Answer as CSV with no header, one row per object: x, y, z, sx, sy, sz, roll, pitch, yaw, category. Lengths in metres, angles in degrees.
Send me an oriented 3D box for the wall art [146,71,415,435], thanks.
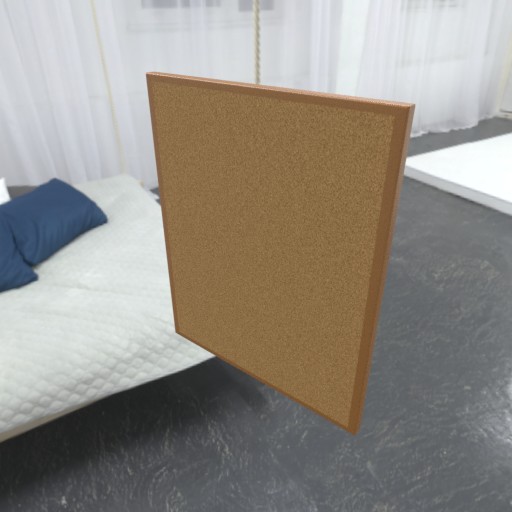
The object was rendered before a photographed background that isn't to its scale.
0.000,0.000,0.761,0.452,0.553,0.022,21,36,32,wall art
